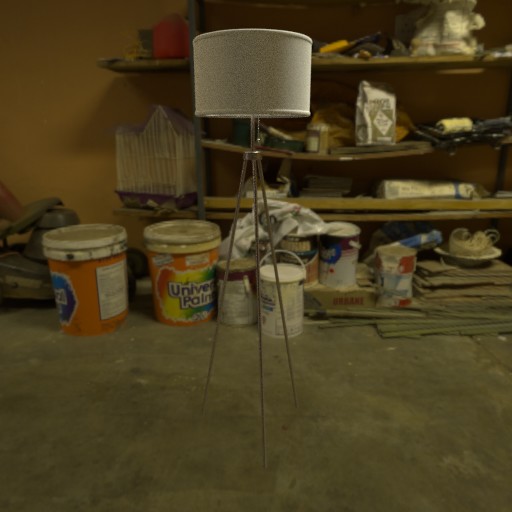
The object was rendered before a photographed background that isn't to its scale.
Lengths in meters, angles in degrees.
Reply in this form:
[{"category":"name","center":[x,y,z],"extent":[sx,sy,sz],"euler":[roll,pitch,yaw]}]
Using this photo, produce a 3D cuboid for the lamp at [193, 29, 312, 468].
[{"category":"lamp","center":[0.000,0.000,1.758],"extent":[0.458,1.545,0.448],"euler":[-14,21,-42]}]
